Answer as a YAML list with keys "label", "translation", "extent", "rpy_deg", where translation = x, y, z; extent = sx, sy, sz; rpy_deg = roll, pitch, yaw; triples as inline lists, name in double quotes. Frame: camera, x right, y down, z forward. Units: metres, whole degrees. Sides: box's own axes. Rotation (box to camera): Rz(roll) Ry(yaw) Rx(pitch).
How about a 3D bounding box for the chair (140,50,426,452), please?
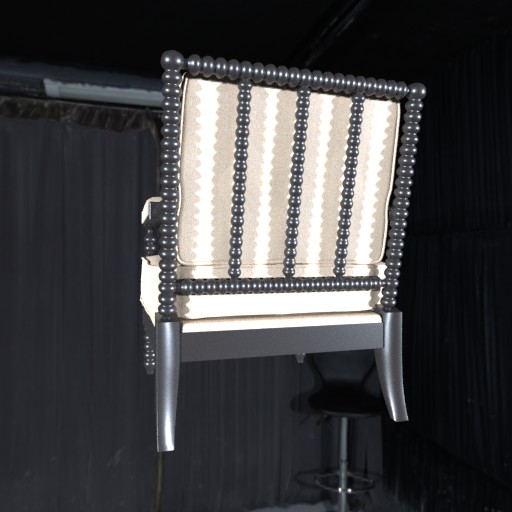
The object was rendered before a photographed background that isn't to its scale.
- label: "chair"
  translation: [0.000, 0.000, 1.117]
  extent: [0.555, 0.703, 0.657]
  rpy_deg: [0, 0, -17]
